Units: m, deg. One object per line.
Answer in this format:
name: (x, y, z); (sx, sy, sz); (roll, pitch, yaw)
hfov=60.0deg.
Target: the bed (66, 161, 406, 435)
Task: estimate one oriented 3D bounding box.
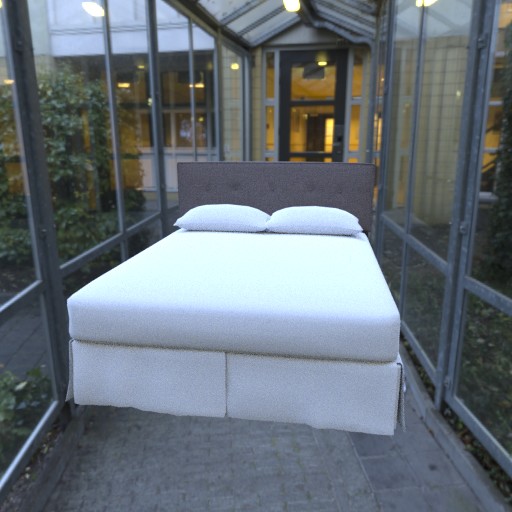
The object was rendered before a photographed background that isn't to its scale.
bed: (0.000, 0.000, 2.792); (1.610, 1.089, 1.894); (2, 15, 8)
